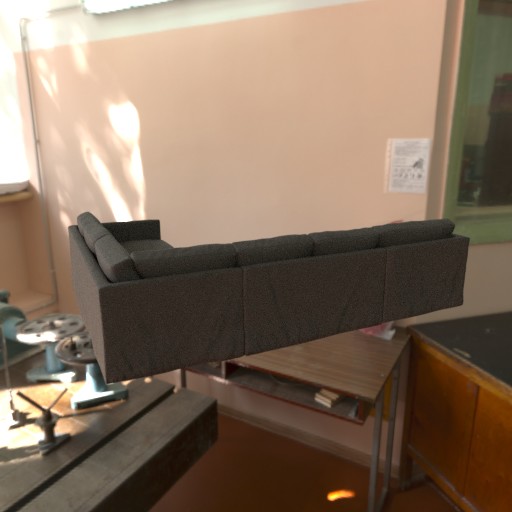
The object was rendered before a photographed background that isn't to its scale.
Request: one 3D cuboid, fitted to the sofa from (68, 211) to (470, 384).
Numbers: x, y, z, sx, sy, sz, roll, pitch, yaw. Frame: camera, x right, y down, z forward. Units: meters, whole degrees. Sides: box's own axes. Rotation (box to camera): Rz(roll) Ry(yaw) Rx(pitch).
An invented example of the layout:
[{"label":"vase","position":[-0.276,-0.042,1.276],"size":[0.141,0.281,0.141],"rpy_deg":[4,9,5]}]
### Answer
[{"label":"sofa","position":[0.000,0.000,4.666],"size":[3.528,0.878,2.476],"rpy_deg":[-7,16,-26]}]
